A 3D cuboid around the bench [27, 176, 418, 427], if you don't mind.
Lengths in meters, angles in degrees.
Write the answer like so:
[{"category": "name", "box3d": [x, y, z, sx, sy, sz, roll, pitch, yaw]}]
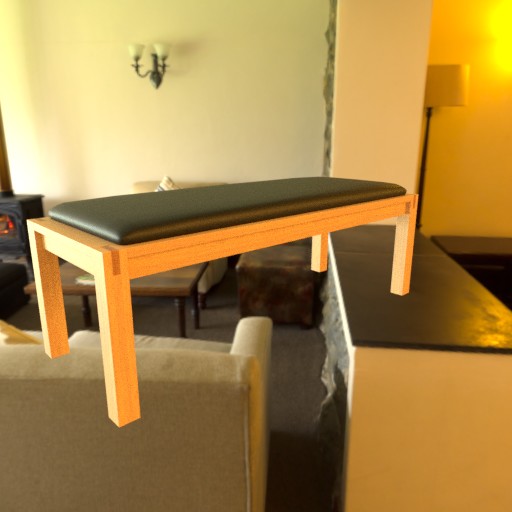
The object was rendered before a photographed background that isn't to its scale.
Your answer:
[{"category": "bench", "box3d": [0.000, 0.000, 1.427, 1.202, 0.430, 0.450, -14, 21, -41]}]
